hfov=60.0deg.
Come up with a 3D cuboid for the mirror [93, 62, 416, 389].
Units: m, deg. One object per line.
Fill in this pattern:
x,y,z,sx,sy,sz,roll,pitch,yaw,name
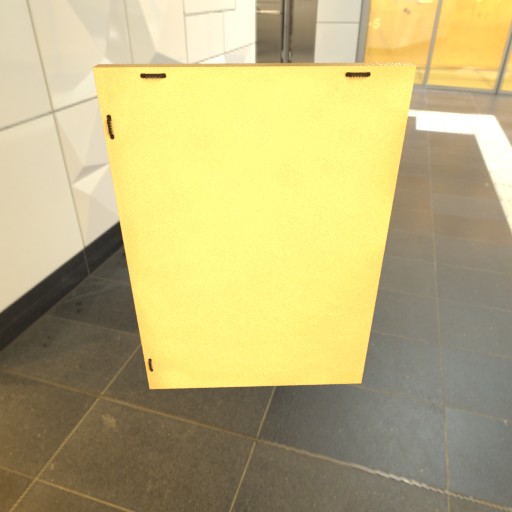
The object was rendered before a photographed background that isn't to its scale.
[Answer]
0.000,0.000,0.889,0.507,0.710,0.040,-1,31,-2,mirror
